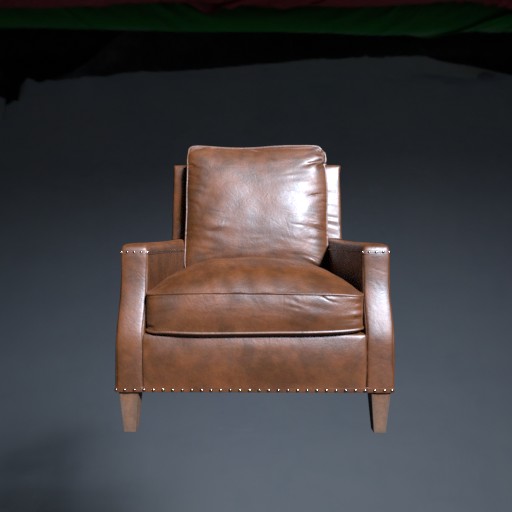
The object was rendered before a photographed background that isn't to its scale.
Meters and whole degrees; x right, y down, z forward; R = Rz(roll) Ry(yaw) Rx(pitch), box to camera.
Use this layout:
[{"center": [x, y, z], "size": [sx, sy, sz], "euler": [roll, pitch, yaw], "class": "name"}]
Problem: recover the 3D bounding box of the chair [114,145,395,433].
[{"center": [0.000, 0.000, 1.805], "size": [0.854, 1.054, 1.035], "euler": [0, 1, 1], "class": "chair"}]
